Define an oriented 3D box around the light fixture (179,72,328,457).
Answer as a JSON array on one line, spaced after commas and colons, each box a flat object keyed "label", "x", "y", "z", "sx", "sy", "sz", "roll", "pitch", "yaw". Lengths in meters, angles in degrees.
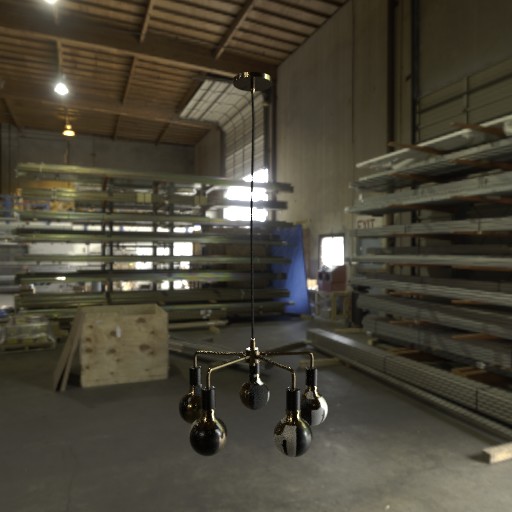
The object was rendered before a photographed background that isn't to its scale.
[{"label": "light fixture", "x": 0.000, "y": 0.000, "z": 1.231, "sx": 0.438, "sy": 0.988, "sz": 0.421, "roll": 0, "pitch": 0, "yaw": -35}]
